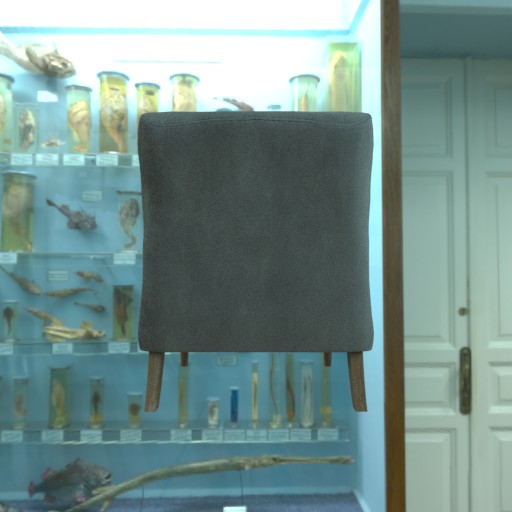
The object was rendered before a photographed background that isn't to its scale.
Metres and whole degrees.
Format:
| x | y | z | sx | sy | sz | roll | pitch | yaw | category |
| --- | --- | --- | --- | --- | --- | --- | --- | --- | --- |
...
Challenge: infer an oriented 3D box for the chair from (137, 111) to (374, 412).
| x | y | z | sx | sy | sz | roll | pitch | yaw | category |
| --- | --- | --- | --- | --- | --- | --- | --- | --- | --- |
| 0.000 | 0.000 | 1.624 | 0.784 | 0.950 | 0.906 | 0 | -2 | 0 | chair |
